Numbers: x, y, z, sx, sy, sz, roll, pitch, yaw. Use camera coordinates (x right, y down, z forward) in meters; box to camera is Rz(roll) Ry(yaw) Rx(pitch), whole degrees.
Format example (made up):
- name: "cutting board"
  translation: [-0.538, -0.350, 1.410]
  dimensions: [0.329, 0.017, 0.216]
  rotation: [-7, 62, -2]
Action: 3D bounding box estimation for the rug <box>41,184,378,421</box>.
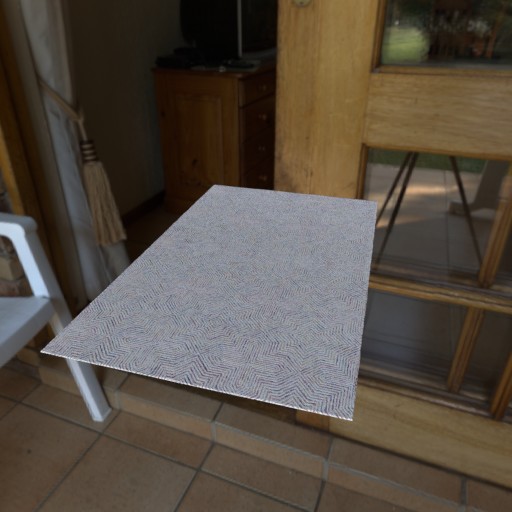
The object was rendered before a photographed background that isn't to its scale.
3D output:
- name: "rug"
  translation: [0.000, 0.000, 3.017]
  dimensions: [1.519, 0.007, 2.428]
  rotation: [8, 30, 14]
